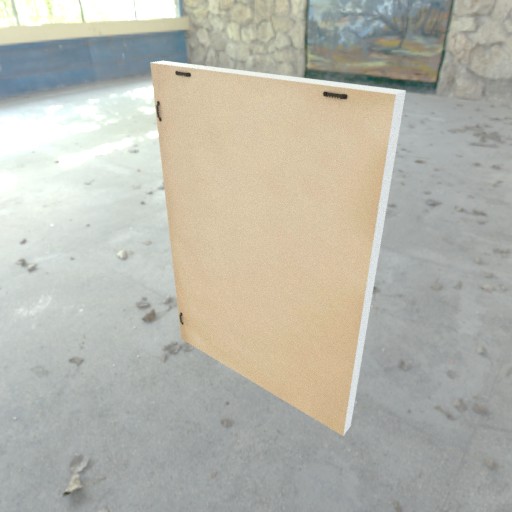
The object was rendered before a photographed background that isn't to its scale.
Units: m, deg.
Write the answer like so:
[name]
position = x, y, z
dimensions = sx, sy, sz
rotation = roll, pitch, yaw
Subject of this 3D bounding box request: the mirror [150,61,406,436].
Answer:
[mirror]
position = 0.000, 0.000, 0.926
dimensions = 0.507, 0.710, 0.039
rotation = 22, 37, 32
